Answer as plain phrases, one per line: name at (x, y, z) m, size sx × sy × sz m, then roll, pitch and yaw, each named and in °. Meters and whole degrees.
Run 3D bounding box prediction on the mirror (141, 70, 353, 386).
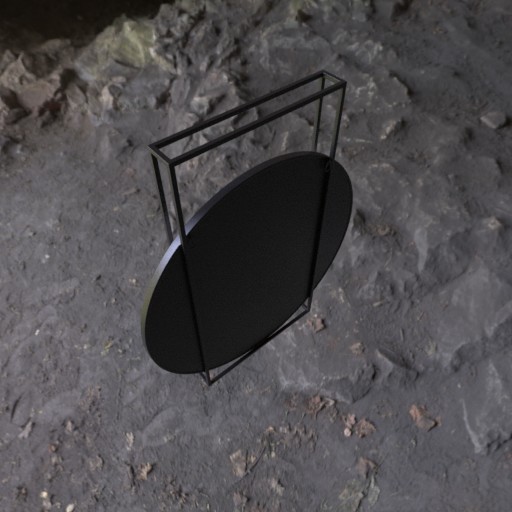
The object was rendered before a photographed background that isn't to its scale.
mirror at (0.000, 0.000, 0.835) m, size 0.508 × 0.603 × 0.051 m, roll -32°, pitch 56°, yaw -25°
